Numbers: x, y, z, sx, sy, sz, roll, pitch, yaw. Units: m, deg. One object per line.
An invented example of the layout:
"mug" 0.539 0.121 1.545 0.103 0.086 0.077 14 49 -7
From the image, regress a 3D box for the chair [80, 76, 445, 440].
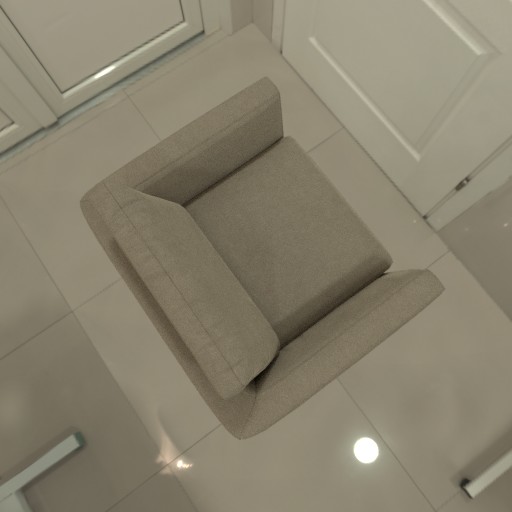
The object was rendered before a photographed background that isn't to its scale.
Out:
"chair" 0.000 0.000 1.717 0.889 0.864 1.041 -35 78 -8
